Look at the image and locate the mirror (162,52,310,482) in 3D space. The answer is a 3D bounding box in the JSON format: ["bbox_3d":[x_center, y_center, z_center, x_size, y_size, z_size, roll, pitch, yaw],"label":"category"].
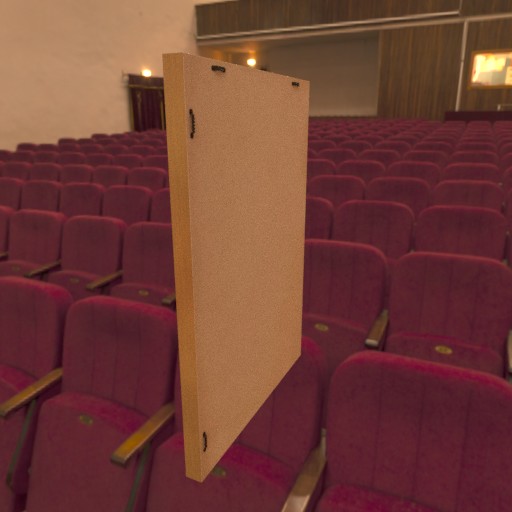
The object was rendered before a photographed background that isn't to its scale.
[{"bbox_3d":[0.000,0.000,0.918,0.039,0.710,0.507,8,19,25],"label":"mirror"}]
